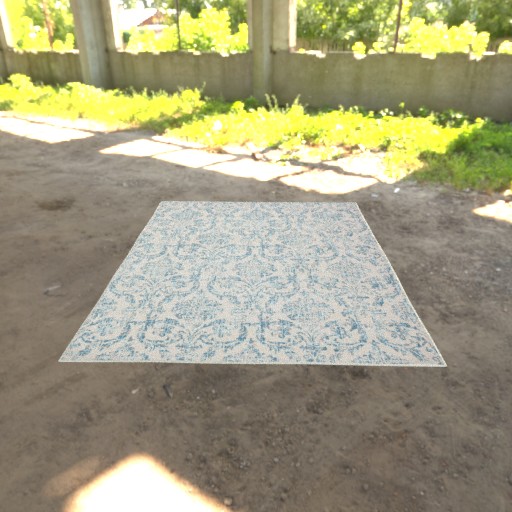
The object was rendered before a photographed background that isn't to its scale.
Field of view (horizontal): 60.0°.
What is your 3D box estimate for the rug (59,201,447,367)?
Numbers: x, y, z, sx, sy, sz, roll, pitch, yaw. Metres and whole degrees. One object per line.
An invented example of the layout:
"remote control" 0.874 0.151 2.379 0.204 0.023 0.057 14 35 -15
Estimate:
"rug" 0.000 0.000 4.027 2.363 0.012 2.980 0 26 1
